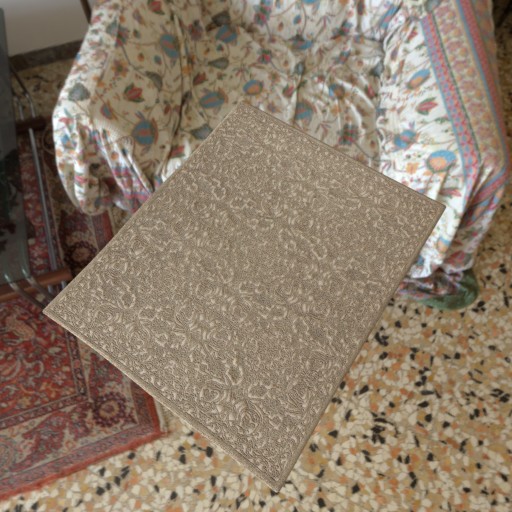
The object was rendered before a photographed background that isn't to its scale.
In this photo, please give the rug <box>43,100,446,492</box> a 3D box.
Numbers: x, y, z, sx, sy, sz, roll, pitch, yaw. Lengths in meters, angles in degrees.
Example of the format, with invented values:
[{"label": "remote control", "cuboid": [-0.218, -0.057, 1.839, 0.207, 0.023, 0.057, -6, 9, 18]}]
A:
[{"label": "rug", "cuboid": [0.000, 0.000, 4.105, 2.472, 0.035, 3.017, 32, 68, 14]}]
